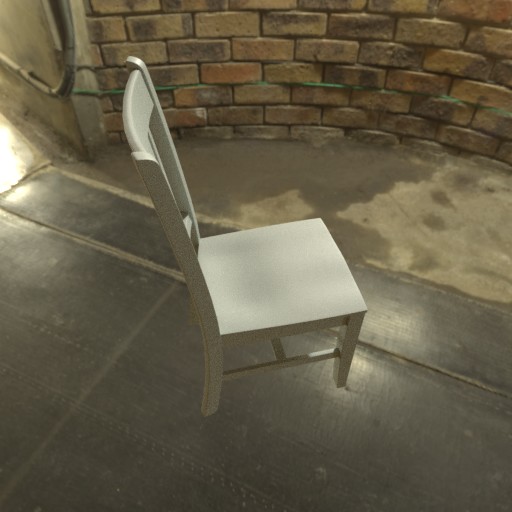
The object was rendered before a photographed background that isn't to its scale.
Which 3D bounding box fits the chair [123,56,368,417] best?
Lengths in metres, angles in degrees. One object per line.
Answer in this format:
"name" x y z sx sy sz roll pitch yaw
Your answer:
"chair" 0.000 0.000 1.272 0.555 0.998 0.450 -9 46 -9
